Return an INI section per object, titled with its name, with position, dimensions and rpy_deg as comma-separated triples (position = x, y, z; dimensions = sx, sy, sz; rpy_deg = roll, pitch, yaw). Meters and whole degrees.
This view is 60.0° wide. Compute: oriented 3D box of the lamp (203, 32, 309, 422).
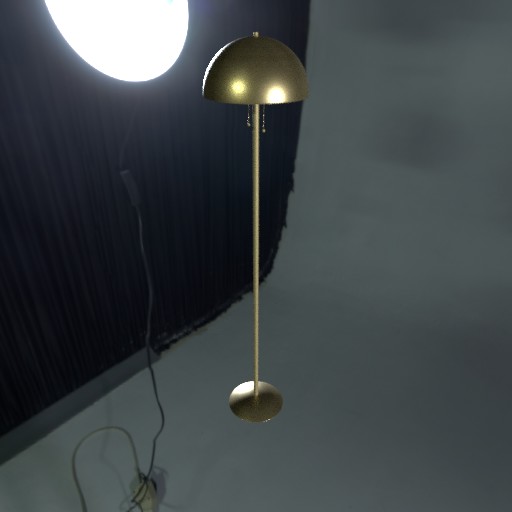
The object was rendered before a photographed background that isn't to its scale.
[lamp]
position = 0.000, 0.000, 1.641
dimensions = 0.328, 1.480, 0.328
rpy_deg = 19, 34, 31
